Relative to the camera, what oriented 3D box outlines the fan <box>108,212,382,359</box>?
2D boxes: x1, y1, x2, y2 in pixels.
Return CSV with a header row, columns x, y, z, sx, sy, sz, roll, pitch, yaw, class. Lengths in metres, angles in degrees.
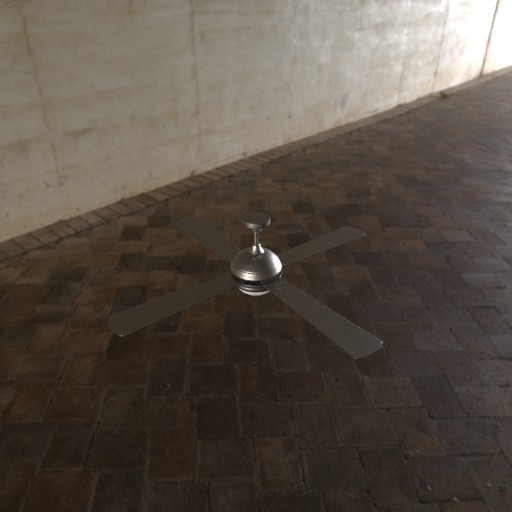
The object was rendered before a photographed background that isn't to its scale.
x,y,z,sx,sy,sz,roll,pitch,yaw,class
0.000,0.000,2.015,1.321,0.381,1.321,-8,31,-14,fan
